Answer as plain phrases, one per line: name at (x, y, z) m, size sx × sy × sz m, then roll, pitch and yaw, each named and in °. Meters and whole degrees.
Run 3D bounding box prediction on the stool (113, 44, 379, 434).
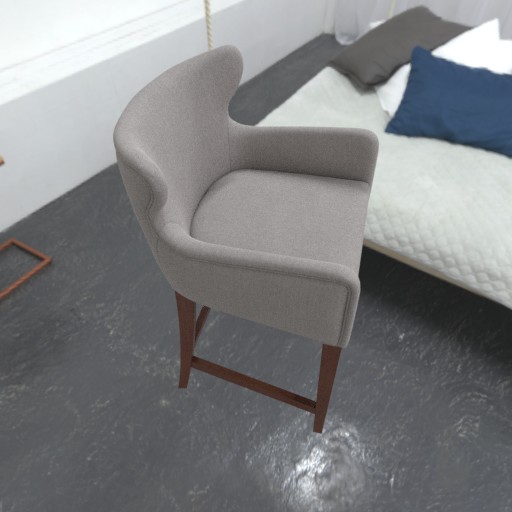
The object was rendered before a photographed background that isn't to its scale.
stool at (0.000, 0.000, 1.276) m, size 0.575 × 0.951 × 0.575 m, roll 11°, pitch 48°, yaw 10°
